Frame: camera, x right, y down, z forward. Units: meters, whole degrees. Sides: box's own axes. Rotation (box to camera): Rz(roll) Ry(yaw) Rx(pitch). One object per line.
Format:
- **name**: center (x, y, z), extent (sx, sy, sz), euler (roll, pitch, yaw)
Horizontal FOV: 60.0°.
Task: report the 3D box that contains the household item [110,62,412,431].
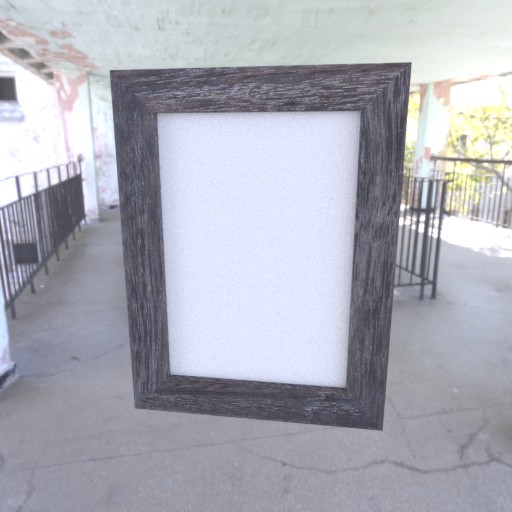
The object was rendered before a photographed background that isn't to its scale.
- **household item**: center (0.000, 0.000, 0.267), extent (0.160, 0.210, 0.020), euler (2, 14, 8)
